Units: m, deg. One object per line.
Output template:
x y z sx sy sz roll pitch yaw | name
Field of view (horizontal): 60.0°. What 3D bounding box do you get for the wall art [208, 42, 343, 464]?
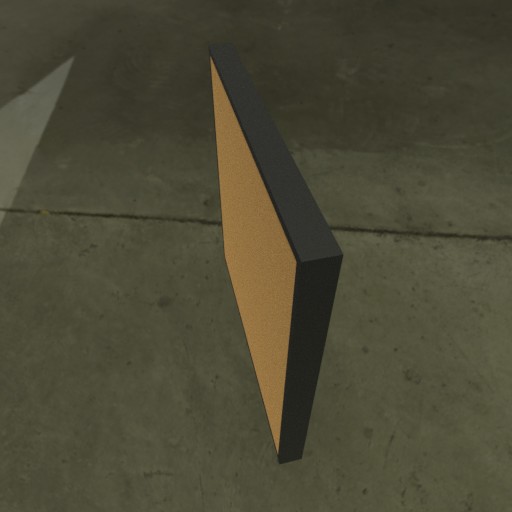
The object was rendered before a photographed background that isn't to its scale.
0.000 0.000 0.752 0.040 0.509 0.509 -10 47 -9 | wall art
